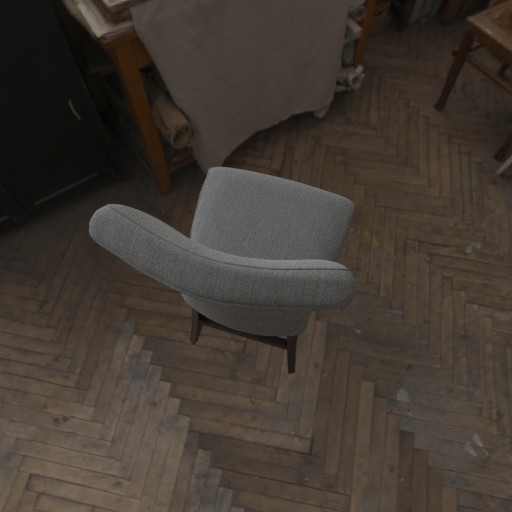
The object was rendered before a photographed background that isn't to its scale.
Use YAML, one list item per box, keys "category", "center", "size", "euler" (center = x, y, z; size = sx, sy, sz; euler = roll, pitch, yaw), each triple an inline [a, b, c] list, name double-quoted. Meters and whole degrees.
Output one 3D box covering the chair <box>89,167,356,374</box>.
- category: "chair"
  center: [0.000, 0.000, 1.349]
  size: [0.520, 0.991, 0.660]
  euler: [15, 64, 8]
